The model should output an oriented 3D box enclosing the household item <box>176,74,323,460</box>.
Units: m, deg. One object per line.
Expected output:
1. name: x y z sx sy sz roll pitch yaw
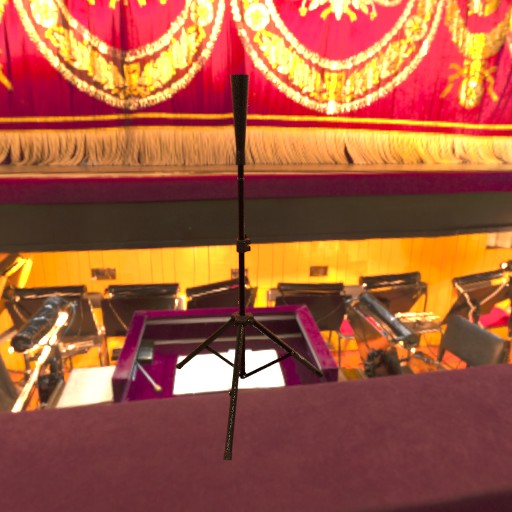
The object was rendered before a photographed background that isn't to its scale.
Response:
1. household item: 0.000 0.000 1.396 0.559 1.067 0.559 -2 17 -8
